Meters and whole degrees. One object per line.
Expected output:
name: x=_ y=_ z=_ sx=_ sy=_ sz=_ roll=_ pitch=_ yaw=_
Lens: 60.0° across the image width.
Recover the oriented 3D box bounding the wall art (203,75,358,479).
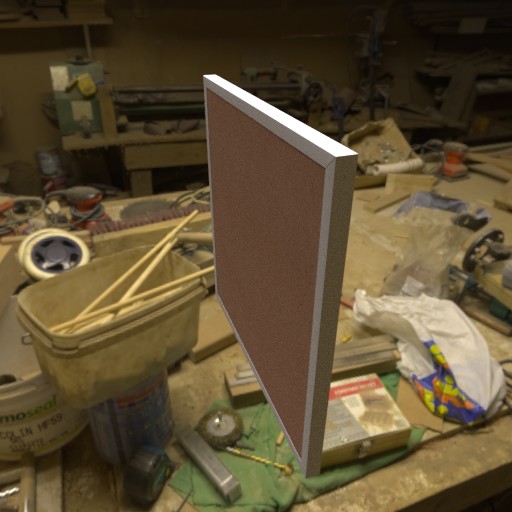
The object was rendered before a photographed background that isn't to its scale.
wall art: x=0.000 y=0.000 z=1.135 sx=0.036 sy=0.760 sz=0.760 roll=-11 pitch=32 yaw=-17
